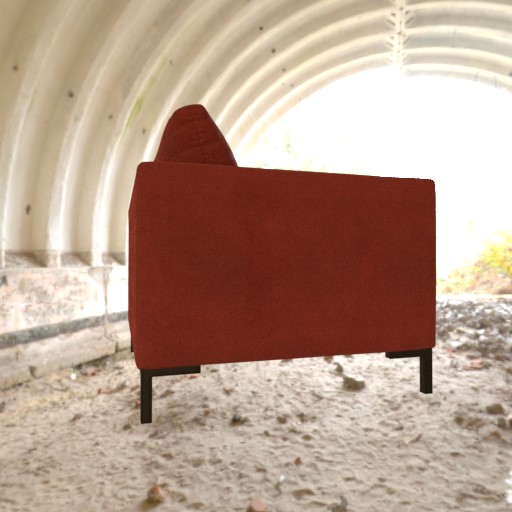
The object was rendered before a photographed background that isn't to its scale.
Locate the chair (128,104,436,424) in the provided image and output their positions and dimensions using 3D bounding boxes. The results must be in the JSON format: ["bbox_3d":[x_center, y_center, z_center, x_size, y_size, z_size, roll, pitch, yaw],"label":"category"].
[{"bbox_3d":[0.000,0.000,1.610,0.875,0.812,0.964,0,-1,-17],"label":"chair"}]
